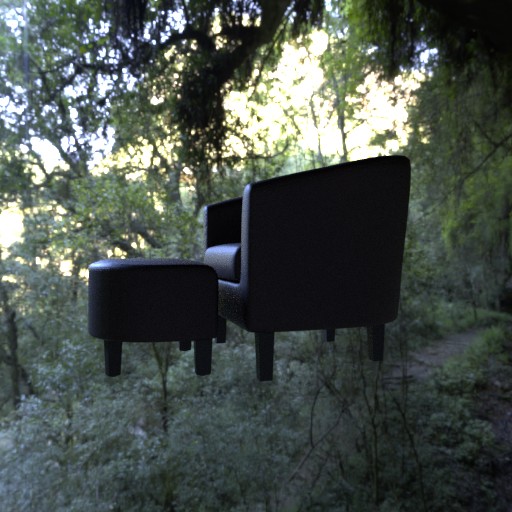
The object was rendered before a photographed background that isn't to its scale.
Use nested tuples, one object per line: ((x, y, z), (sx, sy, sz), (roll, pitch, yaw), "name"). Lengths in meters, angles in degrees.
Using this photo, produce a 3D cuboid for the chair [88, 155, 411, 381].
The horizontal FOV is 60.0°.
((0.000, 0.000, 1.658), (1.176, 0.755, 0.737), (0, 0, -18), "chair")
